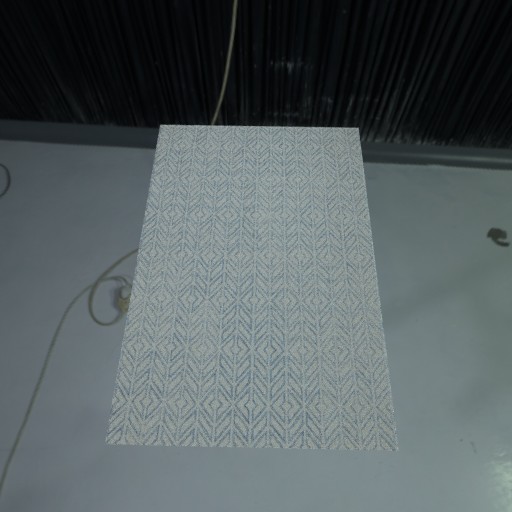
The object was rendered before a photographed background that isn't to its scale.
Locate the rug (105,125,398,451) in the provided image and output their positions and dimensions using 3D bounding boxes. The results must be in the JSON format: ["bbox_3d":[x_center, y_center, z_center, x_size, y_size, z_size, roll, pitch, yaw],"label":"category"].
[{"bbox_3d":[0.000,0.000,2.289,1.220,0.008,1.824,1,61,1],"label":"rug"}]
